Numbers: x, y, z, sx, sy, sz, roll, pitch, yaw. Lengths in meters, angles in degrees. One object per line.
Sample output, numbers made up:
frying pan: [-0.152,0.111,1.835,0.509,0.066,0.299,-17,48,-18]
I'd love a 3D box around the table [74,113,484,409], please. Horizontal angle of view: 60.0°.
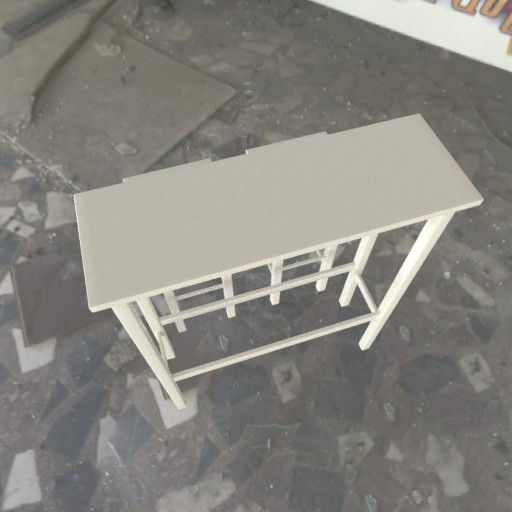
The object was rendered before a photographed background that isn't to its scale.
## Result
table: [0.000,0.000,1.580,0.915,1.065,0.650,-15,60,-9]
